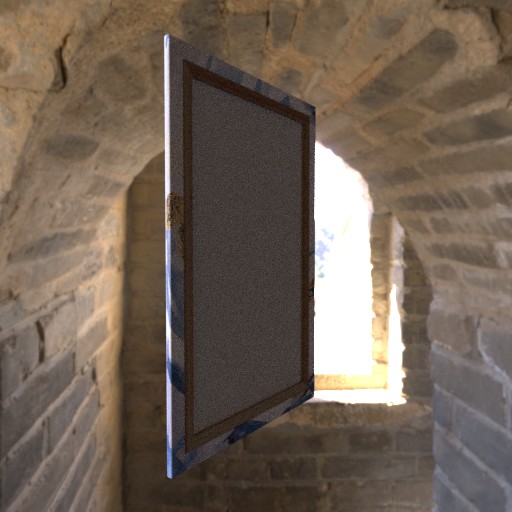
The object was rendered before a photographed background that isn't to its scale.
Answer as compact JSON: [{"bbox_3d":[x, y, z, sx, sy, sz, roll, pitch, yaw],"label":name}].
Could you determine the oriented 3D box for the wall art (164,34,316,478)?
[{"bbox_3d":[0.000,0.000,1.155,0.016,0.914,0.610,1,2,36],"label":"wall art"}]
